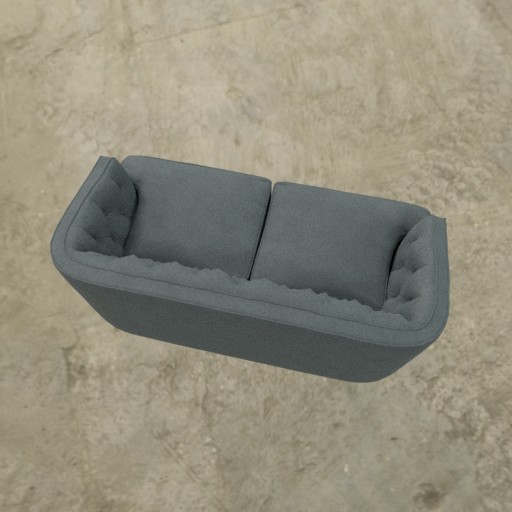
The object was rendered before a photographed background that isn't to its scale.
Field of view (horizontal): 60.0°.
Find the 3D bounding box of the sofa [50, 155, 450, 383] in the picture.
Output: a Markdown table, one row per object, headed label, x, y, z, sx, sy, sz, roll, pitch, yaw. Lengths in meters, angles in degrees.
| label | x | y | z | sx | sy | sz | roll | pitch | yaw |
| --- | --- | --- | --- | --- | --- | --- | --- | --- | --- |
| sofa | 0.000 | 0.000 | 2.270 | 1.733 | 0.855 | 0.941 | 11 | 64 | 5 |
